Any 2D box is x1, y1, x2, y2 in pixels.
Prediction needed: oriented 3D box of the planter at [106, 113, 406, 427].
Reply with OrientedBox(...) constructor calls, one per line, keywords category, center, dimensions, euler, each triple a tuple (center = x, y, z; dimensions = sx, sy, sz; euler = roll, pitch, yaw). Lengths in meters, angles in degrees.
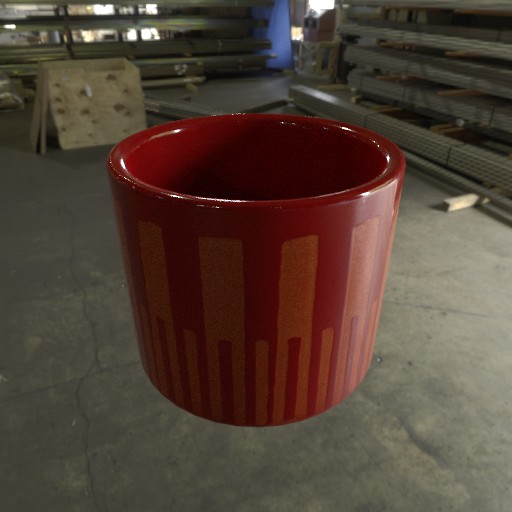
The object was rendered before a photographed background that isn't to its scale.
OrientedBox(category="planter", center=(0.000, 0.000, 0.402), dimensions=(0.230, 0.202, 0.230), euler=(0, 31, 0))
